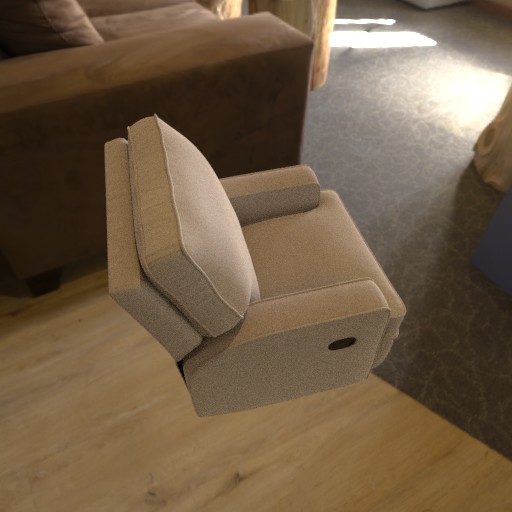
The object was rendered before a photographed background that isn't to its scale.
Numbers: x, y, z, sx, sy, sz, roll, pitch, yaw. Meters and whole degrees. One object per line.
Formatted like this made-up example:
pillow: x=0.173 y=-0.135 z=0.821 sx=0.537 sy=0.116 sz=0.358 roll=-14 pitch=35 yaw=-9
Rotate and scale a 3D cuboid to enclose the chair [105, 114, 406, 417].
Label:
chair: x=0.000 y=0.000 z=1.730 sx=0.969 sy=0.964 sz=0.861 roll=-10 pitch=48 yaw=-10
